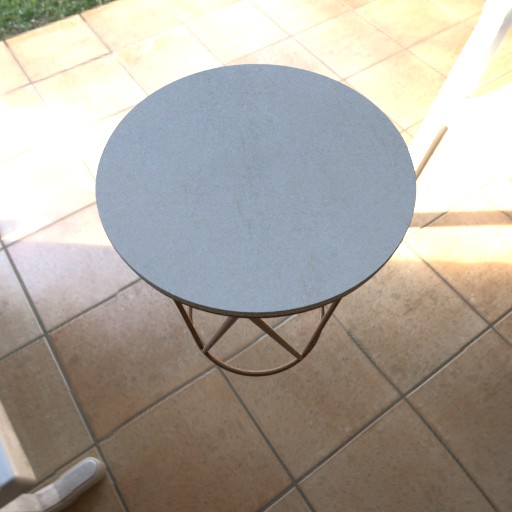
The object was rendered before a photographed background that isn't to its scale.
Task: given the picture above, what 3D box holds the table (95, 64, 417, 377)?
[{"bbox_3d":[0.000,0.000,0.942,0.500,0.564,0.500,0,60,0],"label":"table"}]
